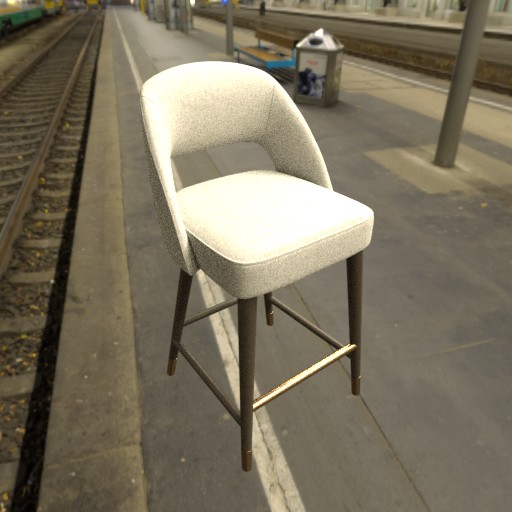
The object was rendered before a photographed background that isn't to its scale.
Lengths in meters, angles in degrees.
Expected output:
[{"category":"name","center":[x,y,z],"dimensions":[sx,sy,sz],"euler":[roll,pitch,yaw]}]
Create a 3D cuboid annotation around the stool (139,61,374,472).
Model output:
[{"category":"stool","center":[0.000,0.000,1.223],"dimensions":[0.494,0.940,0.509],"euler":[-21,37,-31]}]
